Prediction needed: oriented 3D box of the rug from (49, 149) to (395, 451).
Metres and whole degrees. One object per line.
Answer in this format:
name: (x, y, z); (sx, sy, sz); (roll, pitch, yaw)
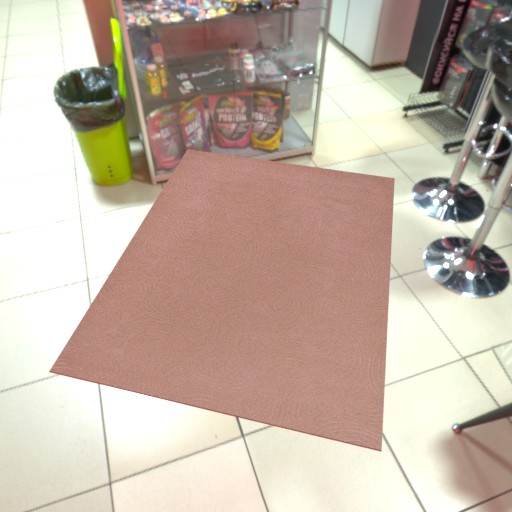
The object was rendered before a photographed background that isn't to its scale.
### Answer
rug: (0.000, 0.000, 3.501); (2.073, 0.011, 2.584); (10, 47, 9)
